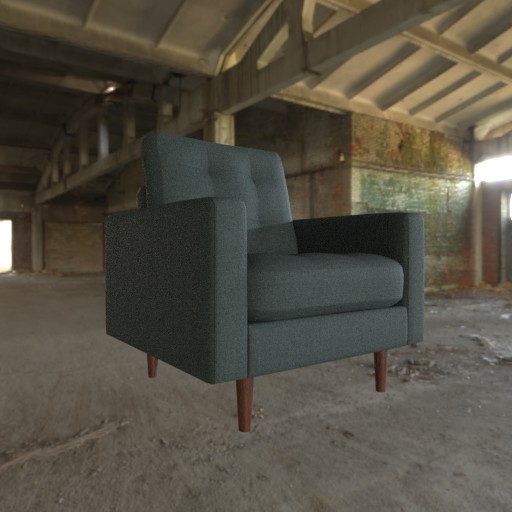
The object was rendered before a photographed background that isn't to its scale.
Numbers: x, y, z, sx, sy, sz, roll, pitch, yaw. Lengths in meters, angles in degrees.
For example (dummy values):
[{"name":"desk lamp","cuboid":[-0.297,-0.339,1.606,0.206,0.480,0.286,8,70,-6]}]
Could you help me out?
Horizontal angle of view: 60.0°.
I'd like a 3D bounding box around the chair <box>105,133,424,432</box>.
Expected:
[{"name":"chair","cuboid":[0.000,0.000,1.545,0.821,0.880,0.843,-1,1,-36]}]
